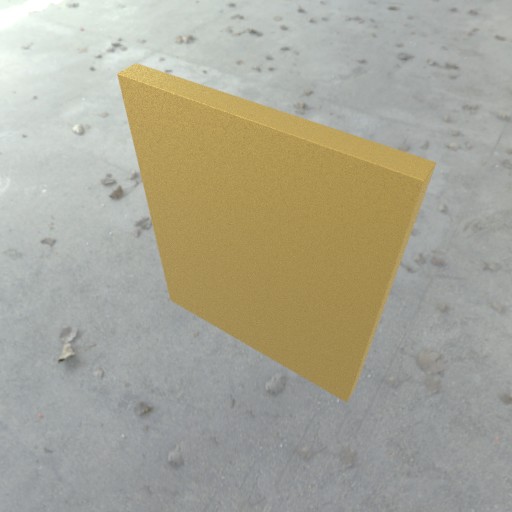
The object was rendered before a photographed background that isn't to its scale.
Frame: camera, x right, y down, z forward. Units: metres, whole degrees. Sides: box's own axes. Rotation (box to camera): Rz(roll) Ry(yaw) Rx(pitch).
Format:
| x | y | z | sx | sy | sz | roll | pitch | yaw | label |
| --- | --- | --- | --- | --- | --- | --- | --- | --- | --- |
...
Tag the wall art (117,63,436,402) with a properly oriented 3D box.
| x | y | z | sx | sy | sz | roll | pitch | yaw | label |
| --- | --- | --- | --- | --- | --- | --- | --- | --- | --- |
| 0.000 | 0.000 | 0.905 | 0.537 | 0.642 | 0.048 | 26 | 52 | 22 | wall art |
